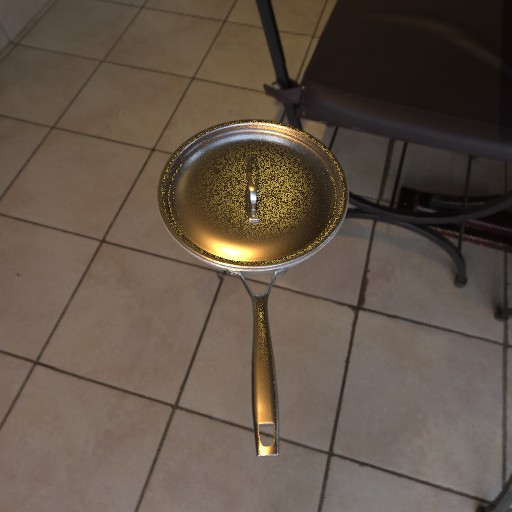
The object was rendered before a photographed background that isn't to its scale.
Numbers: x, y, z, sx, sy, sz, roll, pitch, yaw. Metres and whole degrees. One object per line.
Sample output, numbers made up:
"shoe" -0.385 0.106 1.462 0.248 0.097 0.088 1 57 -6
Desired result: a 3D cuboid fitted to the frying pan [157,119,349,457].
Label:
"frying pan" 0.000 0.000 0.585 0.272 0.086 0.490 -2 59 -1
